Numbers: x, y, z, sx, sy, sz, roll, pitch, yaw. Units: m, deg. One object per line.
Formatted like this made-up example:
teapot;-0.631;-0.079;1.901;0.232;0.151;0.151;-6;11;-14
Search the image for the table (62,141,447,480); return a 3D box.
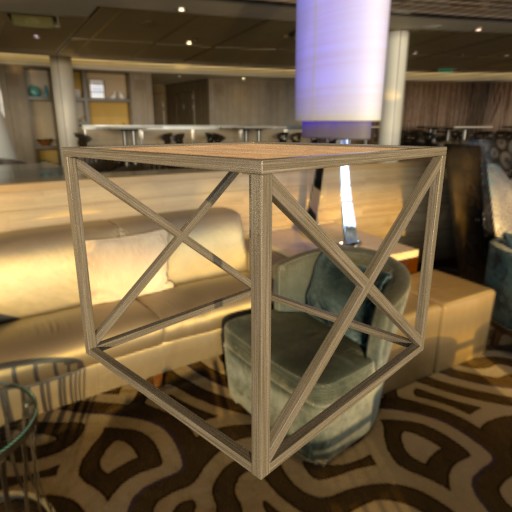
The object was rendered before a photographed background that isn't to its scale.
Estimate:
table;0.000;0.000;1.061;0.609;0.507;0.611;15;22;42
